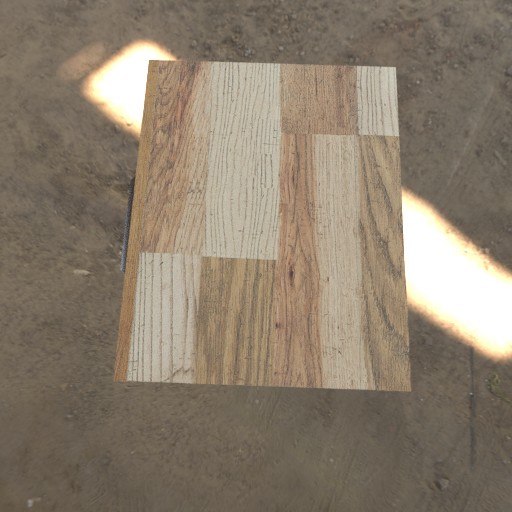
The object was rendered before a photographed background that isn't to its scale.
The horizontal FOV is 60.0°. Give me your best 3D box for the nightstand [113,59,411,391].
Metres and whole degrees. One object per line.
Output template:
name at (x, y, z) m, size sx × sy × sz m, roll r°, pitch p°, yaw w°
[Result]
nightstand at (0.000, 0.000, 1.032) m, size 0.481 × 0.632 × 0.558 m, roll 2°, pitch 76°, yaw 0°
